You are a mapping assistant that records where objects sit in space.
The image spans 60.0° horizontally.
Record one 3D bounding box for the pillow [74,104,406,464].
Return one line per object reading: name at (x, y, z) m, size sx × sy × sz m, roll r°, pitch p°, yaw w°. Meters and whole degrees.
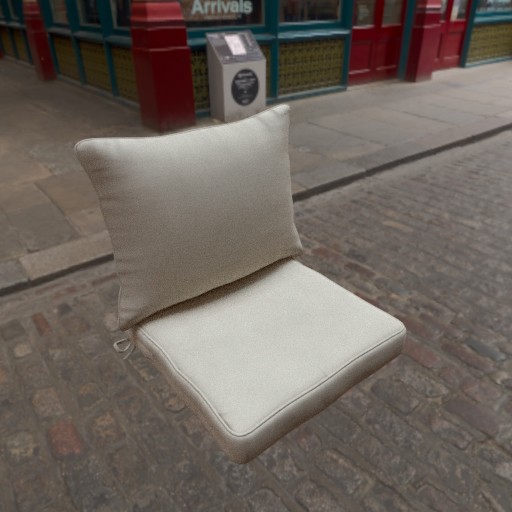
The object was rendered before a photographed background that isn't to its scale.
pillow at (0.000, 0.000, 1.349) m, size 0.798 × 0.716 × 0.733 m, roll -22°, pitch 37°, yaw -33°
